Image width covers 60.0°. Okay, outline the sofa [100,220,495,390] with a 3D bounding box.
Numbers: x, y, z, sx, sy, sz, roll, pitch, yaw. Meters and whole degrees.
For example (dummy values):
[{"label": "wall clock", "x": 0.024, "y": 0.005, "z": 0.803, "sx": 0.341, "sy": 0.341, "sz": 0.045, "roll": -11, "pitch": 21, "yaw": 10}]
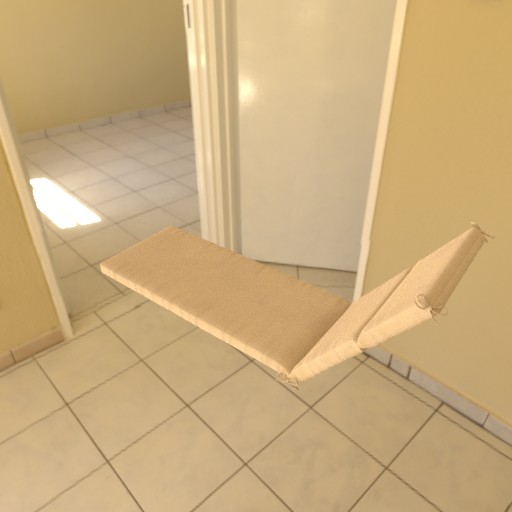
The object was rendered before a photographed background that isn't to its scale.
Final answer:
[{"label": "sofa", "x": 0.000, "y": 0.000, "z": 1.914, "sx": 1.663, "sy": 0.622, "sz": 0.582, "roll": 23, "pitch": 39, "yaw": 30}]
